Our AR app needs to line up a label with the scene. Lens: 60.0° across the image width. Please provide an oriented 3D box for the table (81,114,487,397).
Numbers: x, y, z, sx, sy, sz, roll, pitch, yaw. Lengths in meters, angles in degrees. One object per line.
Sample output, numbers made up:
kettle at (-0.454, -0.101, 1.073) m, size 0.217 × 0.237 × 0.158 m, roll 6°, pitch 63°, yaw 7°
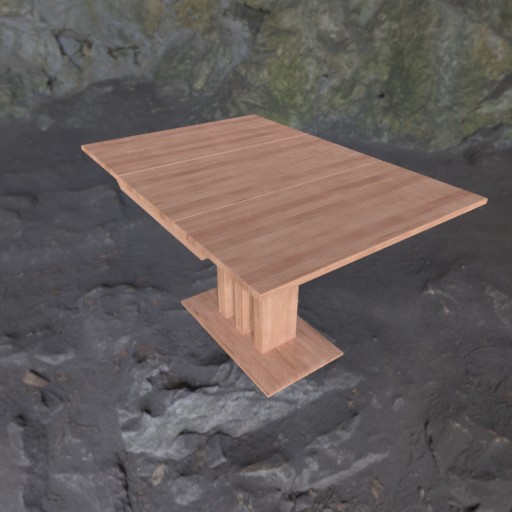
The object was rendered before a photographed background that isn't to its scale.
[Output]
table at (0.000, 0.000, 1.850) m, size 0.900 × 0.770 × 1.300 m, roll -20°, pitch 37°, yaw -29°
